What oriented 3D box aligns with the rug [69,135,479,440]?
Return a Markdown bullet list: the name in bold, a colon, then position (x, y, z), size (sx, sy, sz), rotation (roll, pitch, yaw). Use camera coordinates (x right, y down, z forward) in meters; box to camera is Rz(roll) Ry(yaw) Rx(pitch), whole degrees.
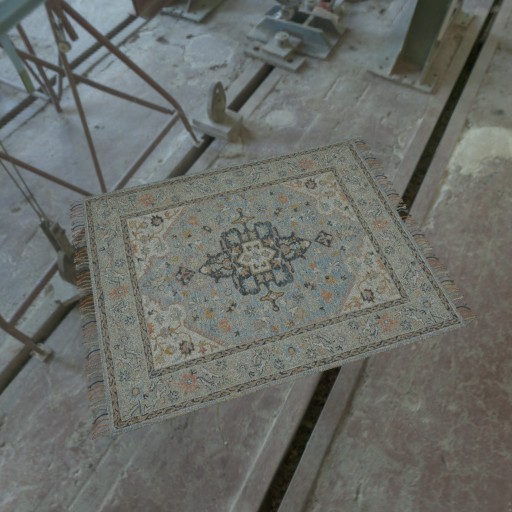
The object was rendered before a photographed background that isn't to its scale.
- **rug**: position (0.000, 0.000, 4.084), size (3.221, 0.011, 2.379), rotation (-15, 58, -9)
